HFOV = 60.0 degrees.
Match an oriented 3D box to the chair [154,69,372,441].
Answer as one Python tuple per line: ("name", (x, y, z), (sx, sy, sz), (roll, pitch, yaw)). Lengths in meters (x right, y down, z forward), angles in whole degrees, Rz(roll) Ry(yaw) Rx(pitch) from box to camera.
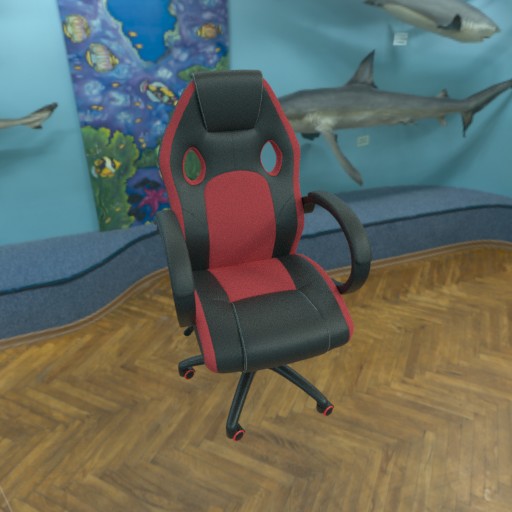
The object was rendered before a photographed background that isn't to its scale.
("chair", (0.000, 0.000, 1.619), (0.673, 1.187, 0.724), (-9, 31, -16))
